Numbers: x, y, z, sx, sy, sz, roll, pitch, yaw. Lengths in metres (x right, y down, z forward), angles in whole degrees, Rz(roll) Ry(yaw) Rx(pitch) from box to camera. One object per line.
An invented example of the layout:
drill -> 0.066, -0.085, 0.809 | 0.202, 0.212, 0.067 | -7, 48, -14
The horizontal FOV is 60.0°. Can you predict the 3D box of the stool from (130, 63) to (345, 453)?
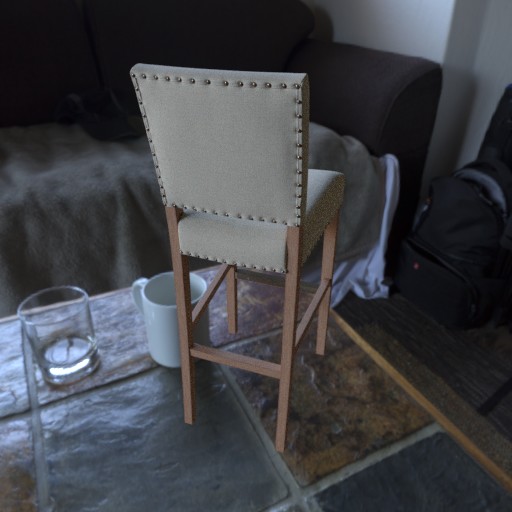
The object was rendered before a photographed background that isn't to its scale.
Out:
stool -> 0.000, 0.000, 1.363 | 0.428, 1.143, 0.546 | 10, 33, 16
